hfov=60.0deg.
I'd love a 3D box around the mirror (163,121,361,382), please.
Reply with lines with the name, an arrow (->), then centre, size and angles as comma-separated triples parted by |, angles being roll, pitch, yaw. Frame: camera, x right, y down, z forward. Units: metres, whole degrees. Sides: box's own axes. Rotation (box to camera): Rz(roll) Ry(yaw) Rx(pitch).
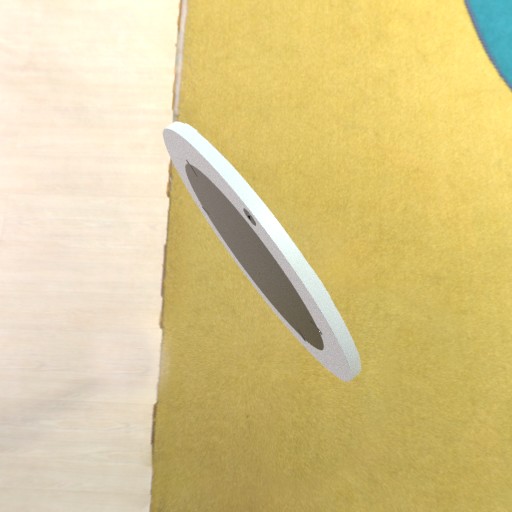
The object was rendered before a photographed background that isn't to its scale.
mirror -> 0.000, 0.000, 1.371 | 0.038, 0.914, 0.914 | -36, 79, -8
